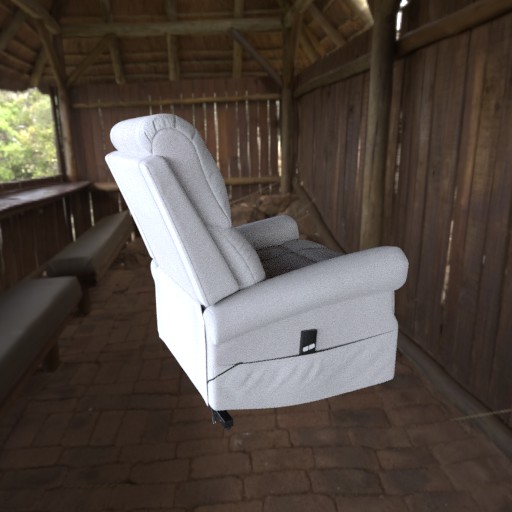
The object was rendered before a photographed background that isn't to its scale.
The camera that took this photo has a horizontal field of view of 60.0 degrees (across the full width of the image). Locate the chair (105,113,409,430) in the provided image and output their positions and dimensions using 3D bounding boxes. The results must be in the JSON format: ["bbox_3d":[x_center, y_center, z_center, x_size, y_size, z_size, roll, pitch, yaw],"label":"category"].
[{"bbox_3d":[0.000,0.000,1.742,0.979,1.031,0.871,-7,17,-26],"label":"chair"}]
